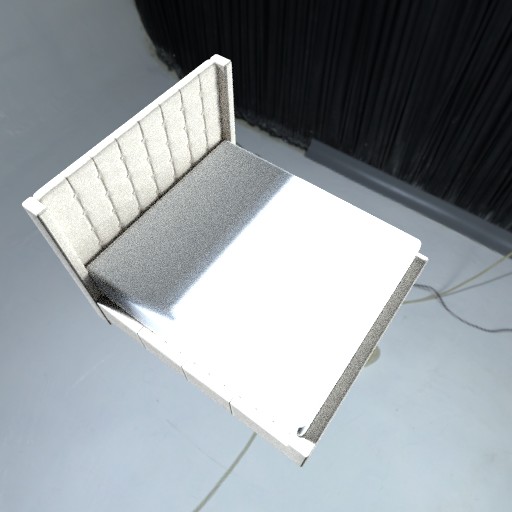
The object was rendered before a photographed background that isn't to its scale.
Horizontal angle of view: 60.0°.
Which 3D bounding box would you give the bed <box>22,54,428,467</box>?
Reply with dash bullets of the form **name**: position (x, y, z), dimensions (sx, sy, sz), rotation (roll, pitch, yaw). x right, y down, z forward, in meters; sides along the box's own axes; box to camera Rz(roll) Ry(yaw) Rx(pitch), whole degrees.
- **bed**: position (0.000, 0.000, 3.703), dimensions (2.370, 1.743, 2.045), rotation (31, 62, 18)
